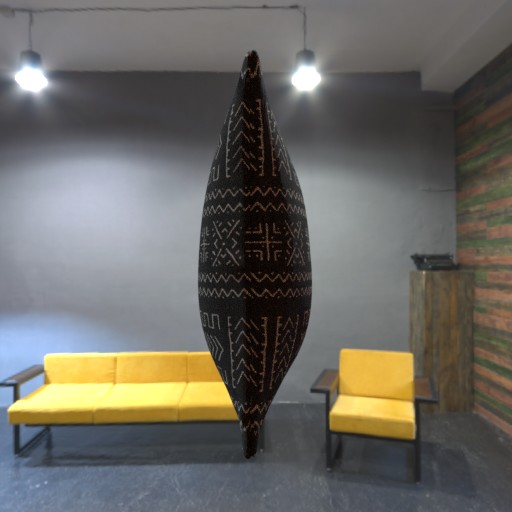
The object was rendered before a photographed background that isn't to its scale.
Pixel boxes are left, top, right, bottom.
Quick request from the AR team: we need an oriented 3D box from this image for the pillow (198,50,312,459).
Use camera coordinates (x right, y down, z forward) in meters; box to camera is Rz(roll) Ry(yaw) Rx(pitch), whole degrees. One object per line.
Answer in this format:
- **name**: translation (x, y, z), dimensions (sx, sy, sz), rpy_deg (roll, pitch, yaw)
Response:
- **pillow**: translation (0.000, 0.000, 0.677), dimensions (0.164, 0.430, 0.438), rpy_deg (0, -1, 1)
